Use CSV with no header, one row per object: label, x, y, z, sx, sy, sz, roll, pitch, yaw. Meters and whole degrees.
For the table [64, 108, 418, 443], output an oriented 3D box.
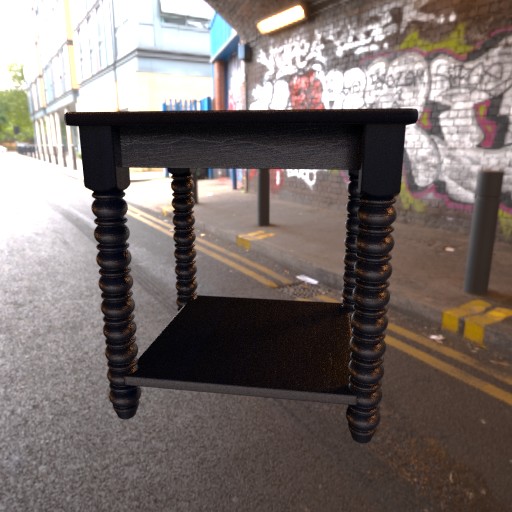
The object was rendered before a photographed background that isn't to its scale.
table,0.000,0.000,0.955,0.533,0.567,0.500,2,15,9
